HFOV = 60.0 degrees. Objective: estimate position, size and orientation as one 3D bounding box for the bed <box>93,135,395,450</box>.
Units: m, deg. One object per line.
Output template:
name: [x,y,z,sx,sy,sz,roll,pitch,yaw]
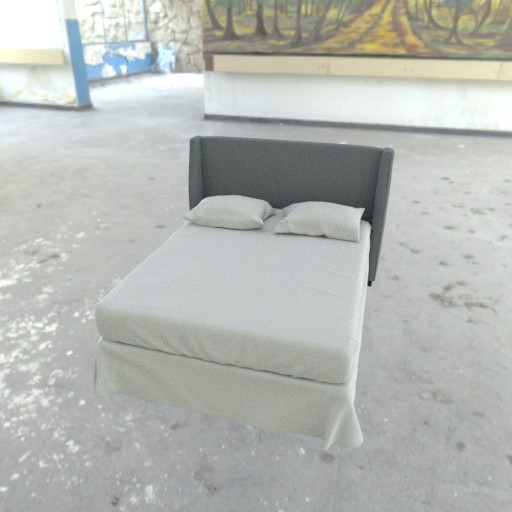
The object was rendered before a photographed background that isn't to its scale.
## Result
bed: [0.000,0.000,3.488,1.925,1.332,2.276,7,28,14]
